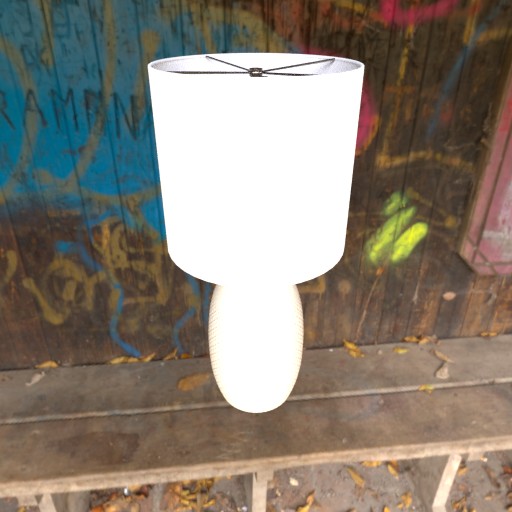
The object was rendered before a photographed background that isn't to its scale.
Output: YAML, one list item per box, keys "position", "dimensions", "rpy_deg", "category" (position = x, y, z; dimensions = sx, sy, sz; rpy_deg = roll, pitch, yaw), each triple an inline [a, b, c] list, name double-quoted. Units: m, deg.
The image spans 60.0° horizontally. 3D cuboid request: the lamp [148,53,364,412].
- position: [0.000, 0.000, 0.564]
  dimensions: [0.217, 0.453, 0.217]
  rpy_deg: [-18, 34, -29]
  category: "lamp"
